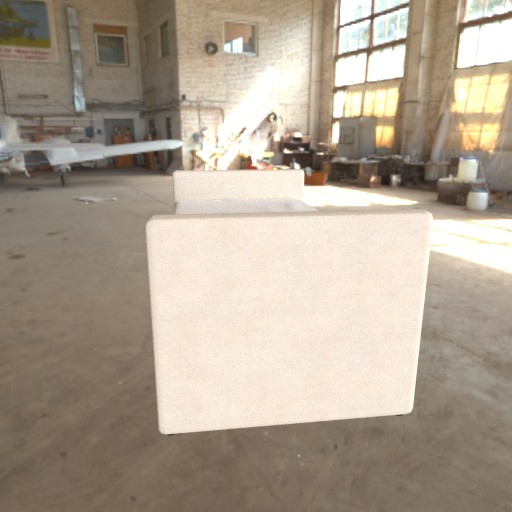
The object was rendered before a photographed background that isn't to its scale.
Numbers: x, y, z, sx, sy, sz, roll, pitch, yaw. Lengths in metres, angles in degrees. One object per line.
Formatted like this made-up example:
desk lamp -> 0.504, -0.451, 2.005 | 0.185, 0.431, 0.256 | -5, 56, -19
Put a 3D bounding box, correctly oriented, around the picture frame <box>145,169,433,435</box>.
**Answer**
picture frame -> 0.000, 0.000, 2.735 | 1.069, 0.891, 2.161 | -2, 16, -7
